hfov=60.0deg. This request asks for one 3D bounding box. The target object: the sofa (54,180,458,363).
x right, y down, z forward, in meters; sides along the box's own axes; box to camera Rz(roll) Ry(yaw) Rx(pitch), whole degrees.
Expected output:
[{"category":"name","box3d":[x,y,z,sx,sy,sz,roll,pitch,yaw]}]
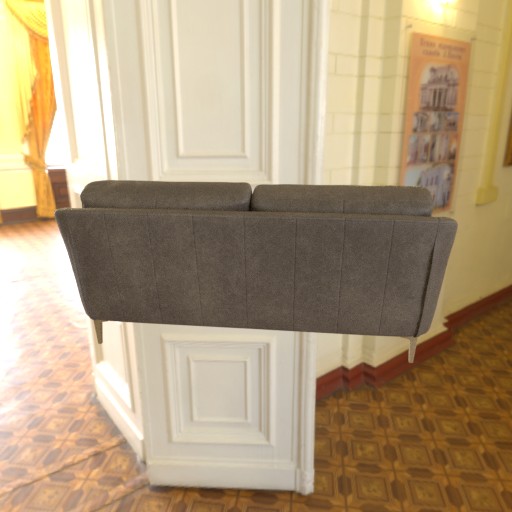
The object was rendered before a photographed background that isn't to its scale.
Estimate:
[{"category":"sofa","box3d":[0.000,0.000,2.541,2.036,0.902,0.960,2,17,7]}]
